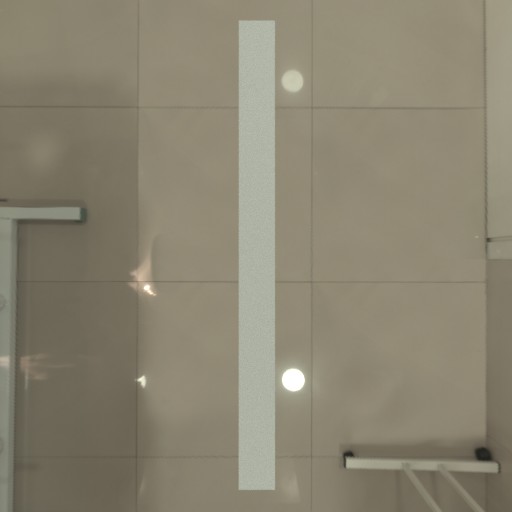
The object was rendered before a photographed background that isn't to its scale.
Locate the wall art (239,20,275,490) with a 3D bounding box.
[{"bbox_3d":[0.000,0.000,0.512,0.027,0.355,0.355,0,90,0],"label":"wall art"}]
